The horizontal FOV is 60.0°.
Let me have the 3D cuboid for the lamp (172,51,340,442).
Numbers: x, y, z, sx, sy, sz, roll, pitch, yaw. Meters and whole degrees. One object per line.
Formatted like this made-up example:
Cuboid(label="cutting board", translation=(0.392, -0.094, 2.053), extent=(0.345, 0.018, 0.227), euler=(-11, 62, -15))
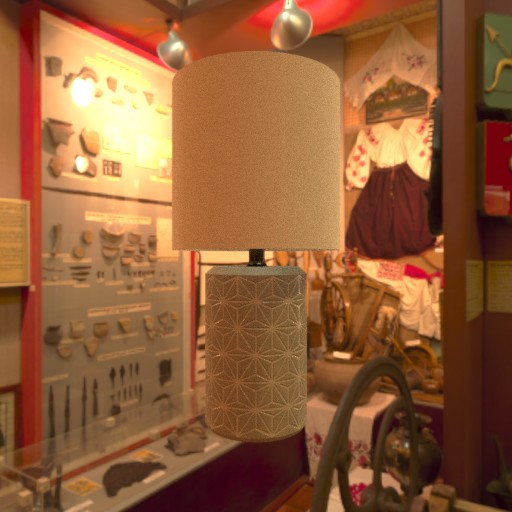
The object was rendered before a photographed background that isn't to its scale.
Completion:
Cuboid(label="lamp", translation=(0.000, 0.000, 0.553), extent=(0.206, 0.416, 0.206), euler=(0, 0, 36))
